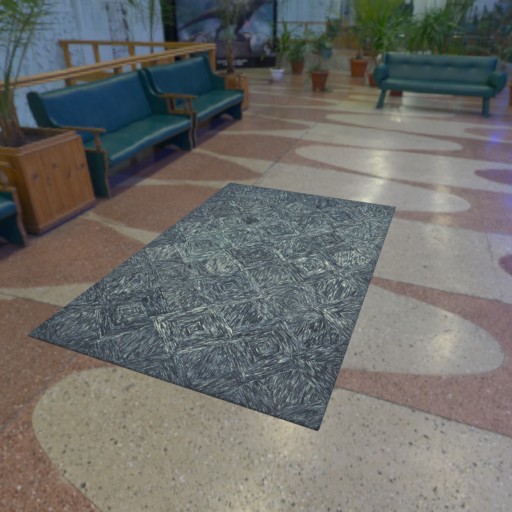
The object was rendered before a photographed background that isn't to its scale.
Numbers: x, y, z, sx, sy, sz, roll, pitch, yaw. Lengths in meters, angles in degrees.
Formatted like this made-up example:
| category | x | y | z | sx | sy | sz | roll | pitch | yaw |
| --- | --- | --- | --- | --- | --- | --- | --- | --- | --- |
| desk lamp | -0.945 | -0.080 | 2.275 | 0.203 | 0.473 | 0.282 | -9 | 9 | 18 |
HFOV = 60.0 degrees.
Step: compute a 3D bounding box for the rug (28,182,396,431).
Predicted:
| category | x | y | z | sx | sy | sz | roll | pitch | yaw |
| --- | --- | --- | --- | --- | --- | --- | --- | --- | --- |
| rug | 0.000 | 0.000 | 2.876 | 1.478 | 0.017 | 2.330 | 11 | 31 | 19 |
